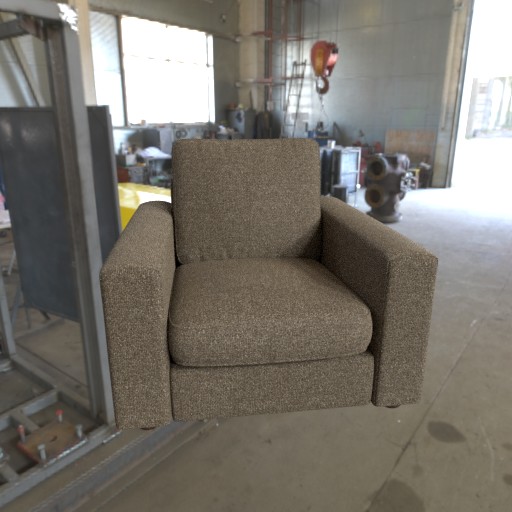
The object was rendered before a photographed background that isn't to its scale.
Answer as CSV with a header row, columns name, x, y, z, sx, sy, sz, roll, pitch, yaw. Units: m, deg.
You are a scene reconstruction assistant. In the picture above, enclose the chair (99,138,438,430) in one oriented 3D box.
name,x,y,z,sx,sy,sz,roll,pitch,yaw
chair,0.000,0.000,1.748,1.005,0.873,1.016,-2,18,-7
